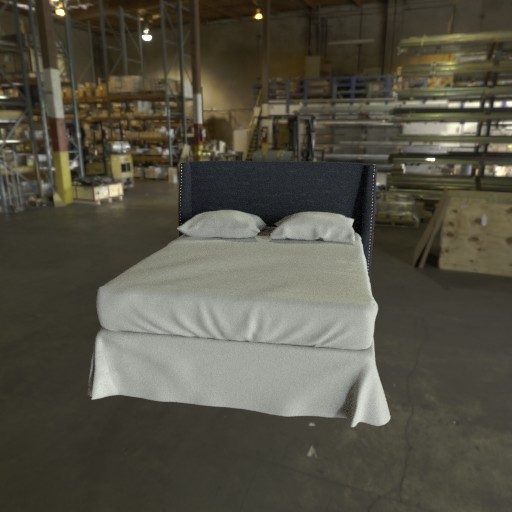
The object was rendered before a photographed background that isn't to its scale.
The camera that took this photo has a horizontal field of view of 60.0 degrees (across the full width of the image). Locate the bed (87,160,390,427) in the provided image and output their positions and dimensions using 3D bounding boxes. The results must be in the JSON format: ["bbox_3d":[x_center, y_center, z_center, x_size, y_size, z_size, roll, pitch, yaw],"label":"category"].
[{"bbox_3d":[0.000,0.000,3.465,1.925,1.332,2.276,3,16,10],"label":"bed"}]
